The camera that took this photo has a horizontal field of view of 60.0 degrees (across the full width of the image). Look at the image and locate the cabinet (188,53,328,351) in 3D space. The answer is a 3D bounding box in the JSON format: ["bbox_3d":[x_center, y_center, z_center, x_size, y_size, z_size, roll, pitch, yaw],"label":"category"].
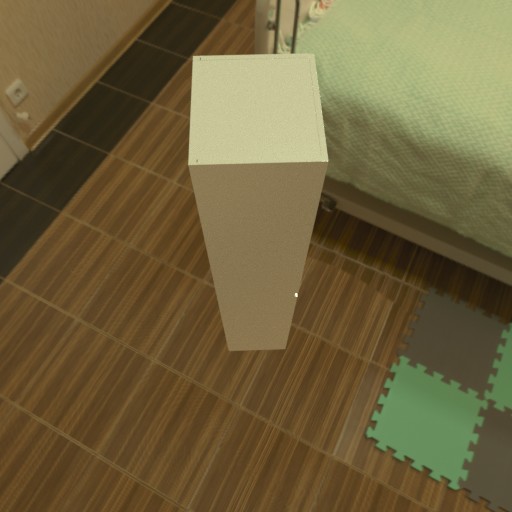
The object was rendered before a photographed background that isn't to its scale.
[{"bbox_3d":[0.000,0.000,1.542,0.269,1.400,0.300,-2,64,-1],"label":"cabinet"}]
